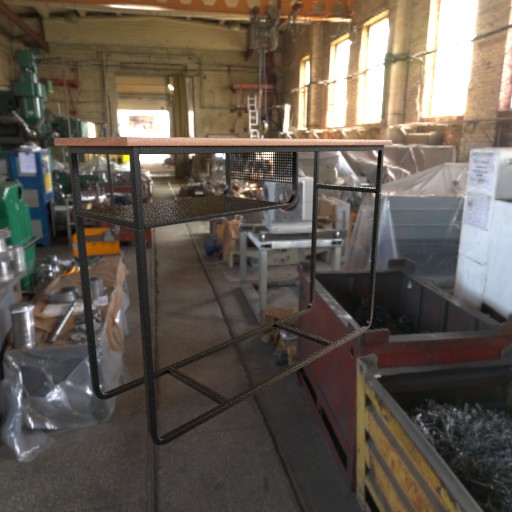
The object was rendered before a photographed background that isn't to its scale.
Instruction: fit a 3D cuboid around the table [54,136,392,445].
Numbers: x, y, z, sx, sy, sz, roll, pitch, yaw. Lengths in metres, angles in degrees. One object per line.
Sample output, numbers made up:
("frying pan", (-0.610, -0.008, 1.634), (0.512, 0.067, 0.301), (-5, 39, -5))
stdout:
("table", (0.000, 0.000, 1.473), (0.350, 0.750, 1.100), (13, 19, 42))
